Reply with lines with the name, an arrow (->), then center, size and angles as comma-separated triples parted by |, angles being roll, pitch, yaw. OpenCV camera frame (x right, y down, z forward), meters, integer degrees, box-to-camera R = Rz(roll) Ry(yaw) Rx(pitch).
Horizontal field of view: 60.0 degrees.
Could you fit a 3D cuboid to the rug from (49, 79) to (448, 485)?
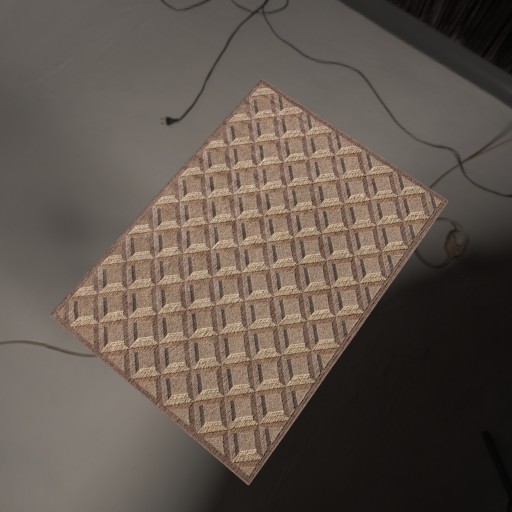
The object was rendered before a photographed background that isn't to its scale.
rug -> 0.000, 0.000, 4.322 | 2.382, 0.018, 3.294 | 37, 77, 10
